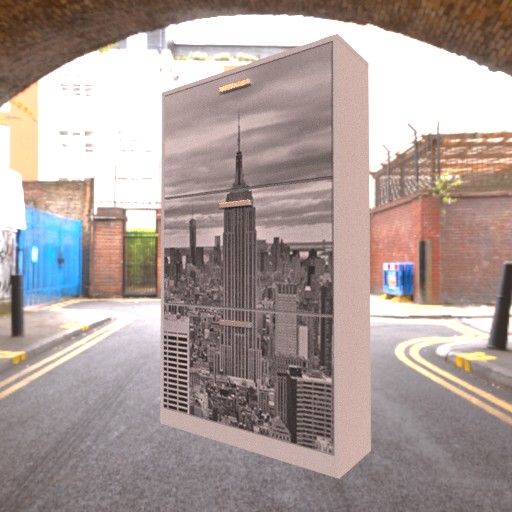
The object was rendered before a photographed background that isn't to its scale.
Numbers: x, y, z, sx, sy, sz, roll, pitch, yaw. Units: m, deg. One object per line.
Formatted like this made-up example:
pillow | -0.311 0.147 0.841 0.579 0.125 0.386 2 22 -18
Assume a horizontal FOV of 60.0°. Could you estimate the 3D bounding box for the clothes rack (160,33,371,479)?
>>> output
clothes rack | 0.000 0.000 1.583 0.750 1.280 0.250 -1 -1 36
